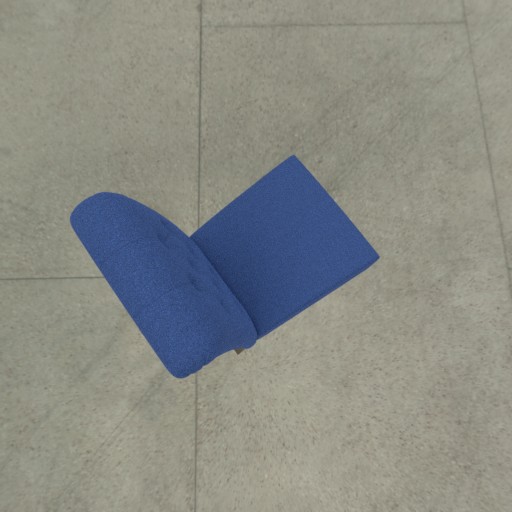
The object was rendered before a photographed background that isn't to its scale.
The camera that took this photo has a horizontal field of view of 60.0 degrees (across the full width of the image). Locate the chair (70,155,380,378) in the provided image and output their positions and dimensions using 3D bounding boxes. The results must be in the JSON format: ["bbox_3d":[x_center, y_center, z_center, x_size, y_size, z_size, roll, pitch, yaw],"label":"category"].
[{"bbox_3d":[0.000,0.000,1.353,0.671,1.006,0.456,-36,78,-9],"label":"chair"}]
